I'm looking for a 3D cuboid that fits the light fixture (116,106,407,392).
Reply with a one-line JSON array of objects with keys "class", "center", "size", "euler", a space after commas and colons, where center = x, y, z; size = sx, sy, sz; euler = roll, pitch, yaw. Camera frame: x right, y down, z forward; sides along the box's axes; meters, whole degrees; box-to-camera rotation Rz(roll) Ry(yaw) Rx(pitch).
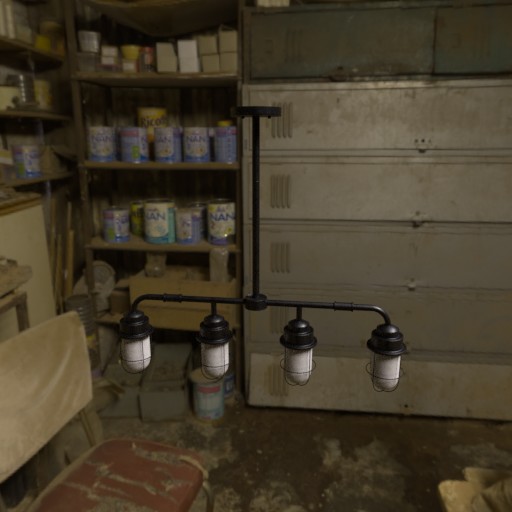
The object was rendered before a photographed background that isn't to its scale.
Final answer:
[{"class": "light fixture", "center": [0.000, 0.000, 1.236], "size": [0.852, 0.785, 0.131], "euler": [2, 15, 8]}]
